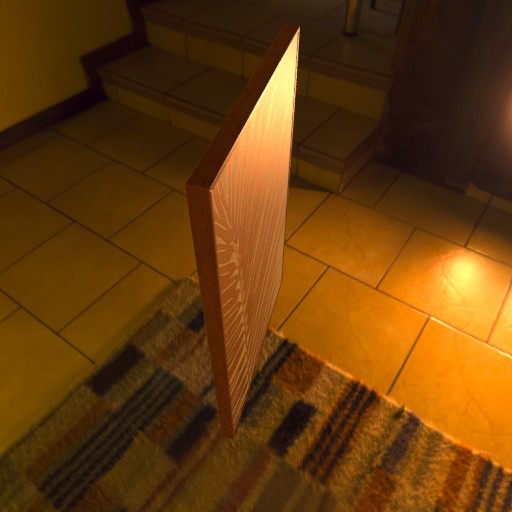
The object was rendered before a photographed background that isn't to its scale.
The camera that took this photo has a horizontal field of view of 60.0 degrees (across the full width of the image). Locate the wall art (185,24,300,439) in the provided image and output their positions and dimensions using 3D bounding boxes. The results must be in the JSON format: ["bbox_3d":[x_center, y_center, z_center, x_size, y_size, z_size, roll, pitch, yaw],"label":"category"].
[{"bbox_3d":[0.000,0.000,1.145,0.037,0.914,0.610,12,48,10],"label":"wall art"}]
